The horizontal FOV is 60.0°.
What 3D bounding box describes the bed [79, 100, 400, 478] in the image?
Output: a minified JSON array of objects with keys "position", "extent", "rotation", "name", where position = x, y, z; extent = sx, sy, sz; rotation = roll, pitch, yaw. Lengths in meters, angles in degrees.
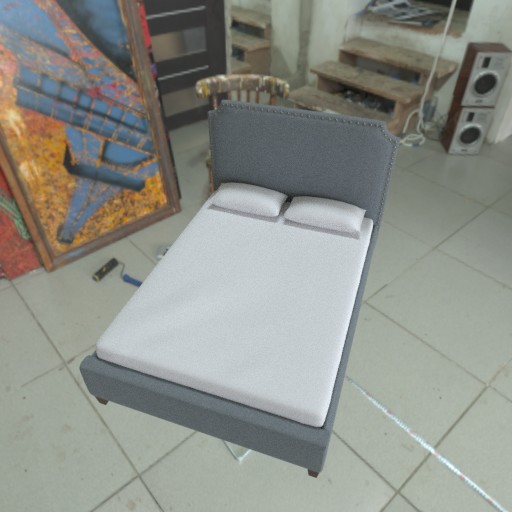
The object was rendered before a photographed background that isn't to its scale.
[{"position":[0.000,0.000,3.409],"extent":[1.712,1.443,2.372],"rotation":[13,42,15],"name":"bed"}]
